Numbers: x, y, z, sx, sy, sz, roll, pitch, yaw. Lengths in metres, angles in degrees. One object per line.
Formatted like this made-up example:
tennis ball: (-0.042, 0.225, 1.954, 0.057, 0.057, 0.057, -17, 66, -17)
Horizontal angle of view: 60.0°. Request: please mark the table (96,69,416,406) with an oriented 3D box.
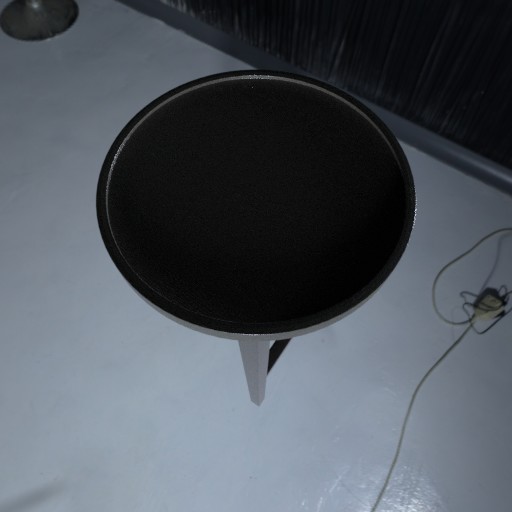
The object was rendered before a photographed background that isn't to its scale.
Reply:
table: (0.000, 0.000, 0.937, 0.500, 0.531, 0.500, 0, 63, 0)
